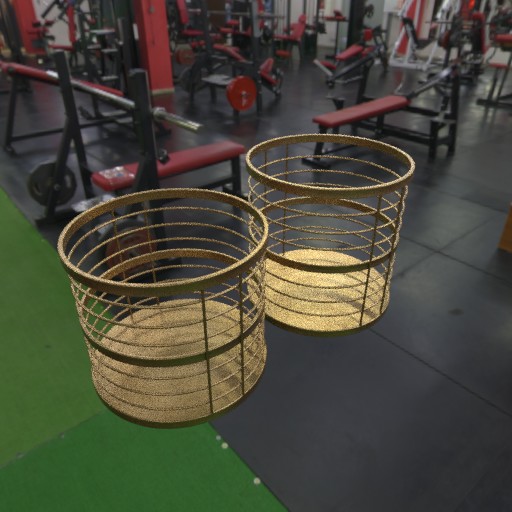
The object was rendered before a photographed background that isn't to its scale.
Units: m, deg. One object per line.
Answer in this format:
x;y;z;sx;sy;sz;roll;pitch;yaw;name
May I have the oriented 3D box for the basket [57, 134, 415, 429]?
0.000;0.000;0.938;0.746;0.351;0.356;-22;37;-31;basket
